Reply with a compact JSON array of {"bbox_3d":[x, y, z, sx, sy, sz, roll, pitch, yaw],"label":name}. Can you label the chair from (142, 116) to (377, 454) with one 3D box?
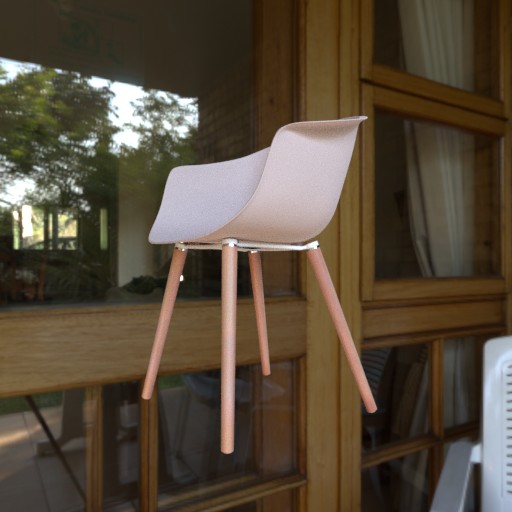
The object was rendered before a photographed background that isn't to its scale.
[{"bbox_3d":[0.000,0.000,1.169,0.504,0.781,0.593,0,0,-36],"label":"chair"}]
